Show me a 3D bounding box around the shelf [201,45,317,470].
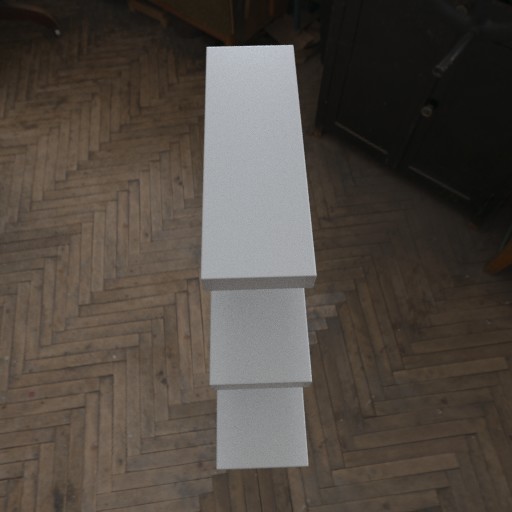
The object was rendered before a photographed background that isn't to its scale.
[{"bbox_3d":[0.000,0.000,0.709,0.140,0.293,0.610,-2,64,-1],"label":"shelf"}]
